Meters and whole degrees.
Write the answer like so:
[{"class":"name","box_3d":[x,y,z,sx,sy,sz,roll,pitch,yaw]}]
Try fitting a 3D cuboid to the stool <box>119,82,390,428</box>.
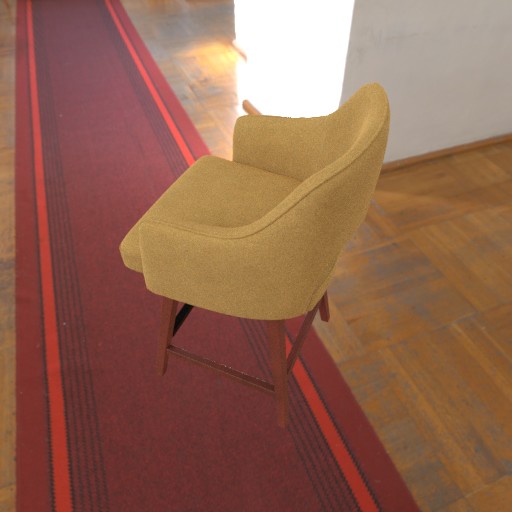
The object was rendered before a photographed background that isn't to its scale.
[{"class":"stool","box_3d":[0.000,0.000,1.242,0.558,0.924,0.548,17,48,16]}]
